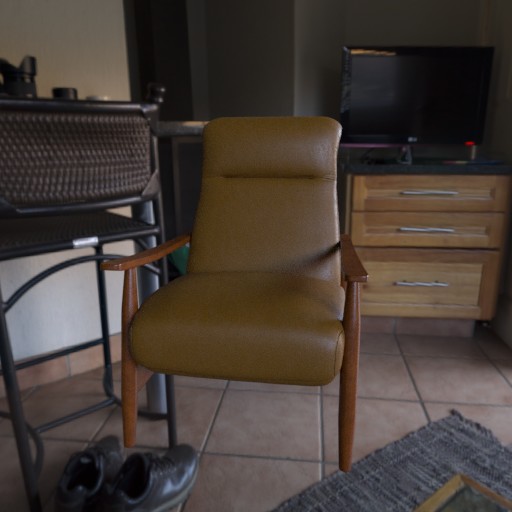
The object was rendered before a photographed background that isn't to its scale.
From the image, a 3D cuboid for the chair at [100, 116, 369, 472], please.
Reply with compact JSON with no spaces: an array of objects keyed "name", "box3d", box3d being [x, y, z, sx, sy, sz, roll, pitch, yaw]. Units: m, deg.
[{"name":"chair","box3d":[0.000,0.000,1.723,0.762,1.082,1.014,2,15,9]}]
